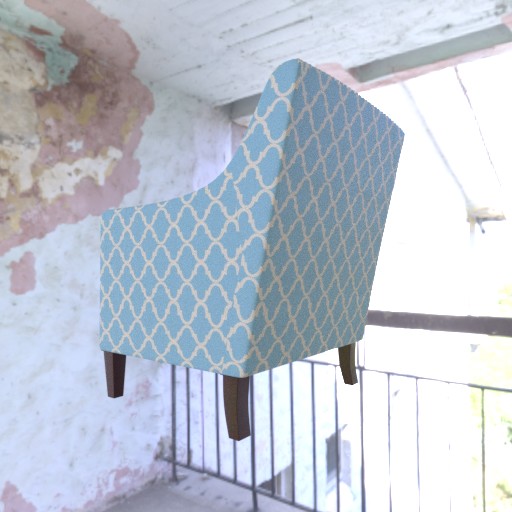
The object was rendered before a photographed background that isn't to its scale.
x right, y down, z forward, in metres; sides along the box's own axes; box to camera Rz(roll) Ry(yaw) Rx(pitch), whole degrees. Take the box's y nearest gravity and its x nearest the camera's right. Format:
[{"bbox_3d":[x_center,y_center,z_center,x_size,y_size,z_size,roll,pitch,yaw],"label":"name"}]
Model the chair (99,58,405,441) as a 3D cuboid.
[{"bbox_3d":[0.000,0.000,1.318,0.686,0.817,0.617,-1,-2,38],"label":"chair"}]
